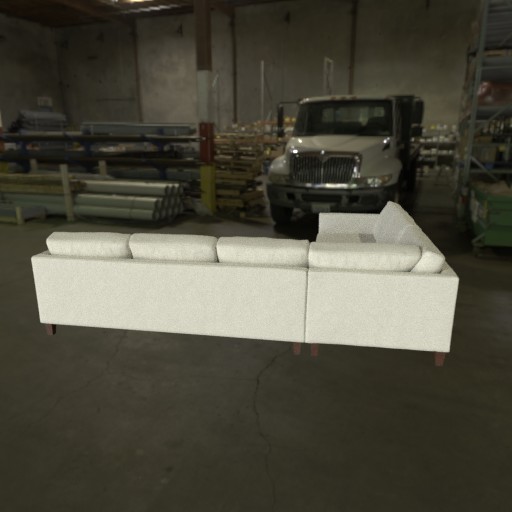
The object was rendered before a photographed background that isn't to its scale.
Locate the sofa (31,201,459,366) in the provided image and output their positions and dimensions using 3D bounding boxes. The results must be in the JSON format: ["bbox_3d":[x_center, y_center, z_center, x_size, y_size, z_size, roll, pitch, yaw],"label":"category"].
[{"bbox_3d":[0.000,0.000,4.419,3.182,0.863,2.432,3,16,9],"label":"sofa"}]
